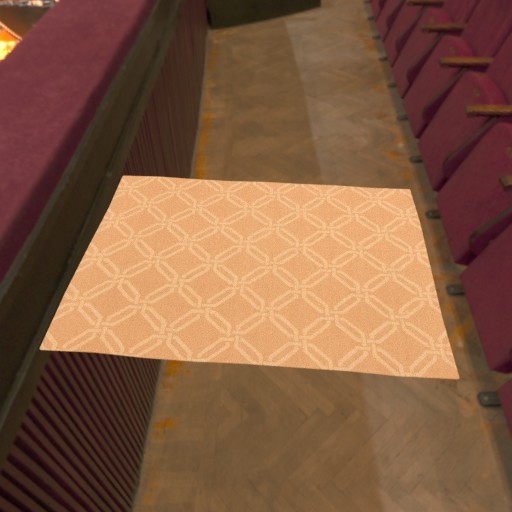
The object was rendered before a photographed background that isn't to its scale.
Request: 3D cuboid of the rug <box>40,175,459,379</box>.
[{"bbox_3d":[0.000,0.000,2.741,2.135,0.013,1.524,3,46,3],"label":"rug"}]
